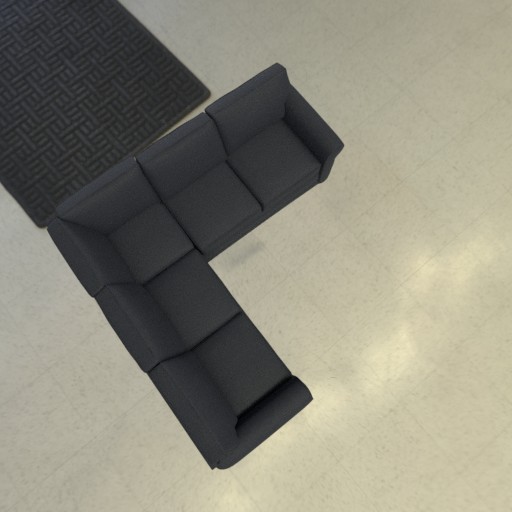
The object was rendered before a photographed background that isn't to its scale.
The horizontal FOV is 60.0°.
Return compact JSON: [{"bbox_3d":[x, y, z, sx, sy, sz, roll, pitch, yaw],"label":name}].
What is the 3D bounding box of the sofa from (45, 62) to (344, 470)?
[{"bbox_3d":[0.000,0.000,3.922,2.562,1.042,2.487,-36,78,-9],"label":"sofa"}]
